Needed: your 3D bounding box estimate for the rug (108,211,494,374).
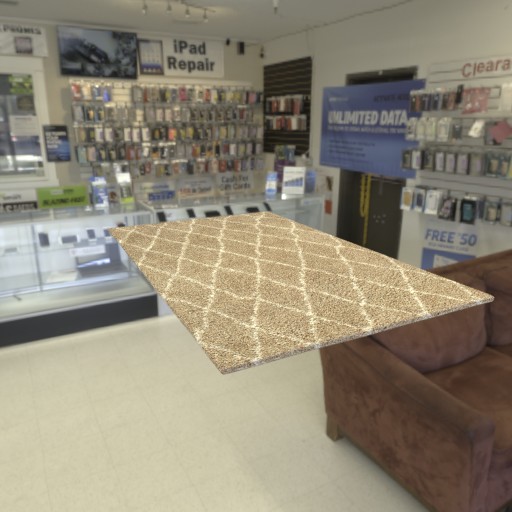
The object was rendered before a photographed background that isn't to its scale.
[{"bbox_3d":[0.000,0.000,2.983,1.524,0.030,2.438,-9,19,-26],"label":"rug"}]
